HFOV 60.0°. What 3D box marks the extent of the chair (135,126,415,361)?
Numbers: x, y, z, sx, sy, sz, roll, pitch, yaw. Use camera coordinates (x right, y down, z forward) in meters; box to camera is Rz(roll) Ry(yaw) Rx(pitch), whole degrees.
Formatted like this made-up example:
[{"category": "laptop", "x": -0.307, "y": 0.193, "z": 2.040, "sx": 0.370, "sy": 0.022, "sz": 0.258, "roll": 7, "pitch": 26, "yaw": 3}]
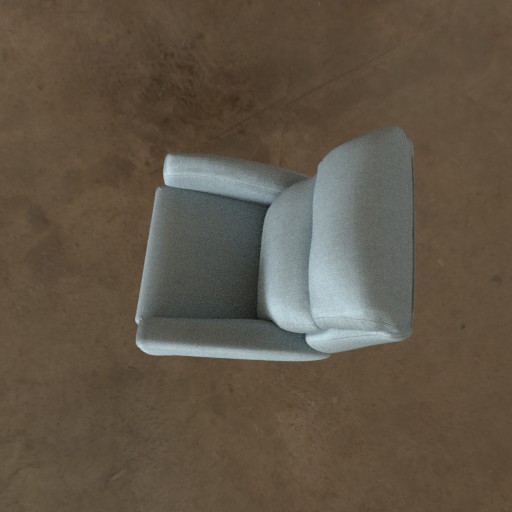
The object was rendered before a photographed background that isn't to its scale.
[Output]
[{"category": "chair", "x": 0.000, "y": 0.000, "z": 1.692, "sx": 0.940, "sy": 1.016, "sz": 0.794, "roll": 5, "pitch": 75, "yaw": 1}]
